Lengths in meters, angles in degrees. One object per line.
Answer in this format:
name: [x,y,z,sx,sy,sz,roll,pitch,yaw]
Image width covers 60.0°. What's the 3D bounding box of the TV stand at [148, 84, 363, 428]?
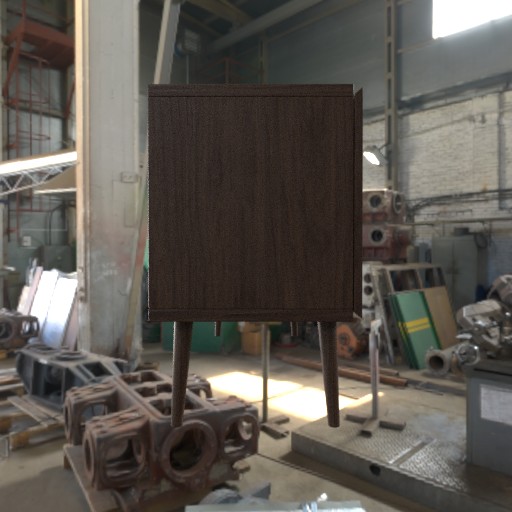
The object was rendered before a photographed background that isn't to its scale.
TV stand: [0.000,0.000,1.332,0.405,0.660,0.990,0,1,0]
